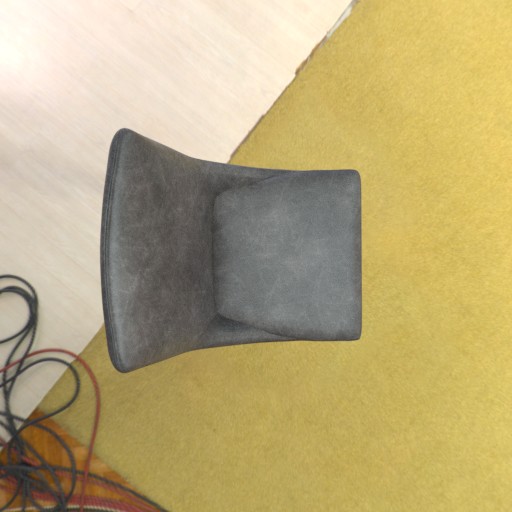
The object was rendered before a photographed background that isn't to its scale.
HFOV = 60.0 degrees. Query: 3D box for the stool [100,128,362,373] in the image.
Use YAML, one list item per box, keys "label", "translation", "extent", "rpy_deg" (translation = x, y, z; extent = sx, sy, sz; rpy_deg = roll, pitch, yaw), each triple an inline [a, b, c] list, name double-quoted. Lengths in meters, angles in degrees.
- label: "stool"
  translation: [0.000, 0.000, 1.357]
  extent: [0.587, 1.046, 0.492]
  rpy_deg: [0, 89, 1]
